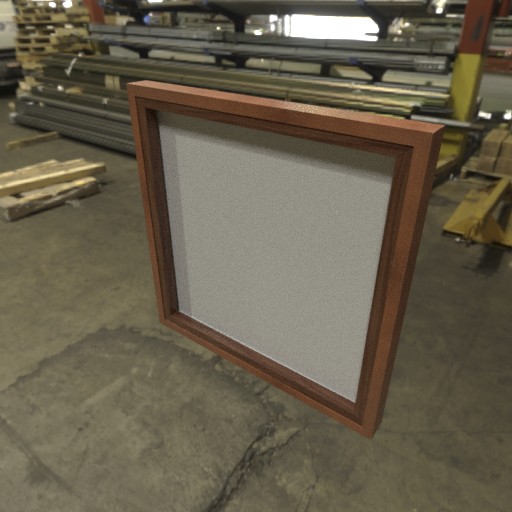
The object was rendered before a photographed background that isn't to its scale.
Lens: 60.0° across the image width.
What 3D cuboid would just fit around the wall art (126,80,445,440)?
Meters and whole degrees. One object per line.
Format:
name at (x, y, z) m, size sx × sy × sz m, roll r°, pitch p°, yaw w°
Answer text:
wall art at (0.000, 0.000, 0.595) m, size 0.403 × 0.403 × 0.035 m, roll 21°, pitch 36°, yaw 31°
